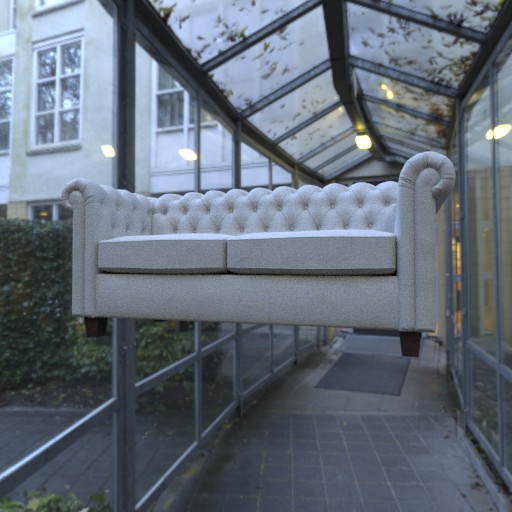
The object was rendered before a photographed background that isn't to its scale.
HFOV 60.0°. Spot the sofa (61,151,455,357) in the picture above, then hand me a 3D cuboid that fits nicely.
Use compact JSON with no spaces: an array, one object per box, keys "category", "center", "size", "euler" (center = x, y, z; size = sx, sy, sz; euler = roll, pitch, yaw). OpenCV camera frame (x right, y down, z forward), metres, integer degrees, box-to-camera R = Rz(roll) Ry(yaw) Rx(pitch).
[{"category":"sofa","center":[0.000,0.000,2.259],"size":[1.798,0.797,0.783],"euler":[0,-1,18]}]
